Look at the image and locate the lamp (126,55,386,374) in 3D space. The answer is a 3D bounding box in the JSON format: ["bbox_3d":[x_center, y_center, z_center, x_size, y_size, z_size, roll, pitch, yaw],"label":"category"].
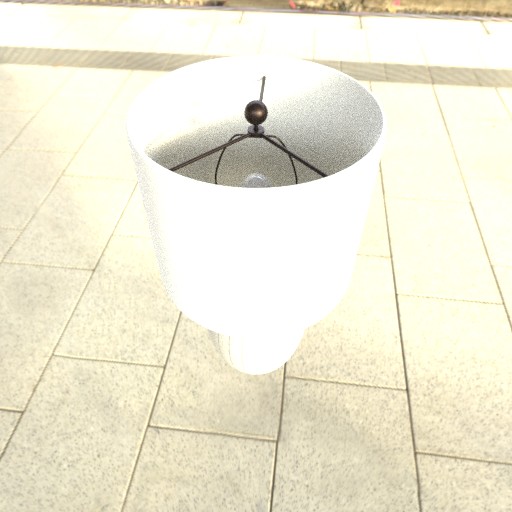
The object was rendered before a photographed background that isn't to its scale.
[{"bbox_3d":[0.000,0.000,0.765,0.328,0.570,0.328,0,47,0],"label":"lamp"}]
